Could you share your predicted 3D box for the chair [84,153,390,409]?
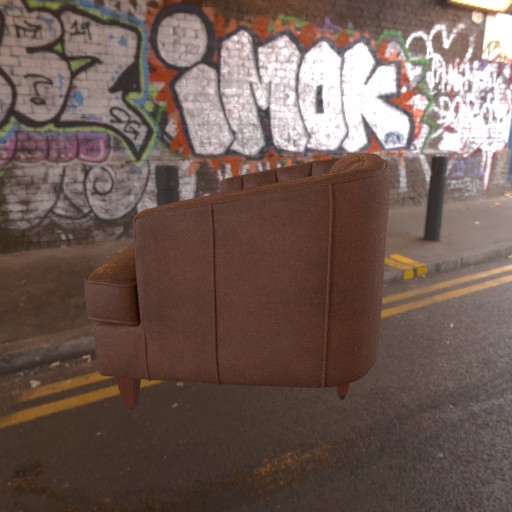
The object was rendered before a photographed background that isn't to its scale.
[{"bbox_3d":[0.000,0.000,1.739,0.914,0.787,1.118,2,15,9],"label":"chair"}]
